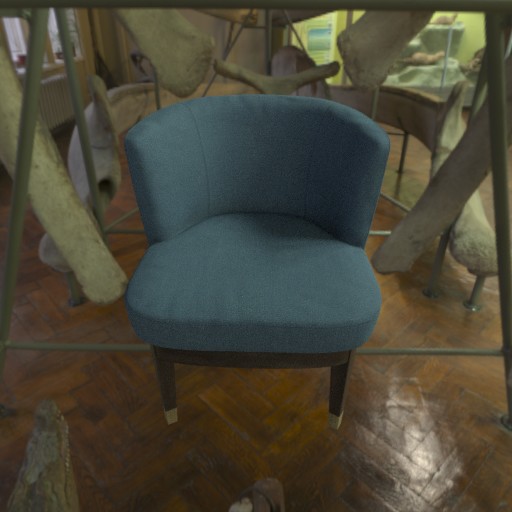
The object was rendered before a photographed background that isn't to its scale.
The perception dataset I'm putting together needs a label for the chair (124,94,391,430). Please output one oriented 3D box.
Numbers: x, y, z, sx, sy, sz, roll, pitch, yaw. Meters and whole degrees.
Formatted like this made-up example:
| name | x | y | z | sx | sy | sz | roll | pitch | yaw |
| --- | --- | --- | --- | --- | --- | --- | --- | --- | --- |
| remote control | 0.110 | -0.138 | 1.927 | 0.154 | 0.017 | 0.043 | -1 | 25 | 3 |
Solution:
| name | x | y | z | sx | sy | sz | roll | pitch | yaw |
| --- | --- | --- | --- | --- | --- | --- | --- | --- | --- |
| chair | 0.000 | 0.000 | 1.257 | 0.661 | 0.760 | 0.702 | 1 | 30 | 2 |
